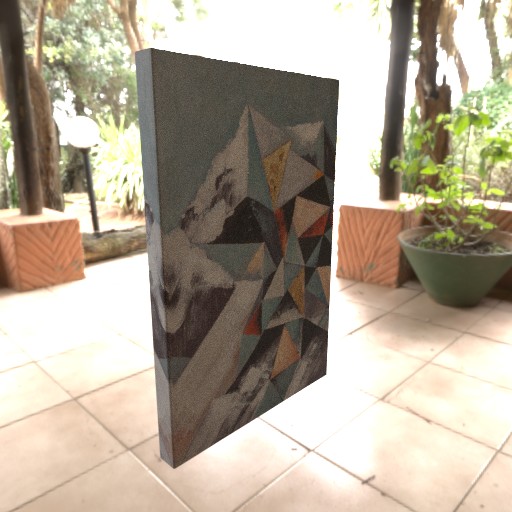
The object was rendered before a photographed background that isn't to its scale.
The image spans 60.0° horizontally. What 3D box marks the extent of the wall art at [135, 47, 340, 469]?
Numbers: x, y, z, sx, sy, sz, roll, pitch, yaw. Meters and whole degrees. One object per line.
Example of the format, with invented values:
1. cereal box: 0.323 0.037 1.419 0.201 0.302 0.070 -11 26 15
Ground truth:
1. wall art: 0.000 0.000 1.153 0.061 0.911 0.609 14 20 43
